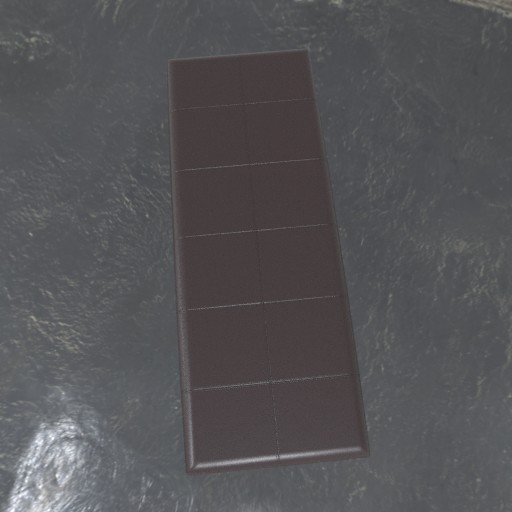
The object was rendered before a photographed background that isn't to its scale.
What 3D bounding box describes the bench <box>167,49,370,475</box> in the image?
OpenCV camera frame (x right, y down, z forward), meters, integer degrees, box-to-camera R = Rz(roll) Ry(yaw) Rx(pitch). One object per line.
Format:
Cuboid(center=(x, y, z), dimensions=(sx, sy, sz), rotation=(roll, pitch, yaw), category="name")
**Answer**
Cuboid(center=(0.000, 0.000, 1.322), dimensions=(0.429, 0.457, 1.092), rotation=(-5, 74, -1), category="bench")
